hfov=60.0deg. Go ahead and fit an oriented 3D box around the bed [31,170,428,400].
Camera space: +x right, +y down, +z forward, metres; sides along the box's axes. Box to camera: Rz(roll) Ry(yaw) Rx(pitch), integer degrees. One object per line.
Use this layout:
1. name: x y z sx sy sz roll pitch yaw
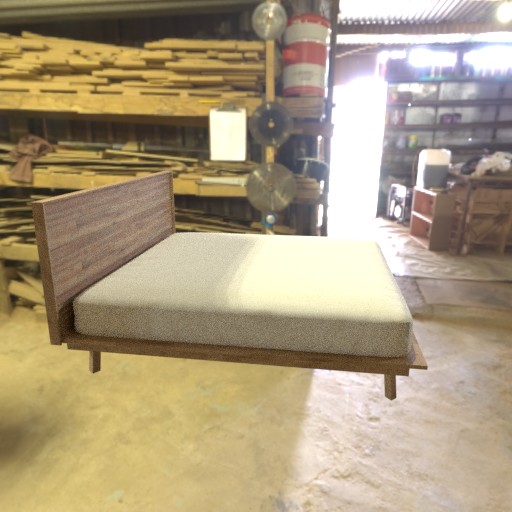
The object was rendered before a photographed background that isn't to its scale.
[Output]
1. bed: 0.000 0.000 3.412 2.167 1.100 2.116 2 16 9
